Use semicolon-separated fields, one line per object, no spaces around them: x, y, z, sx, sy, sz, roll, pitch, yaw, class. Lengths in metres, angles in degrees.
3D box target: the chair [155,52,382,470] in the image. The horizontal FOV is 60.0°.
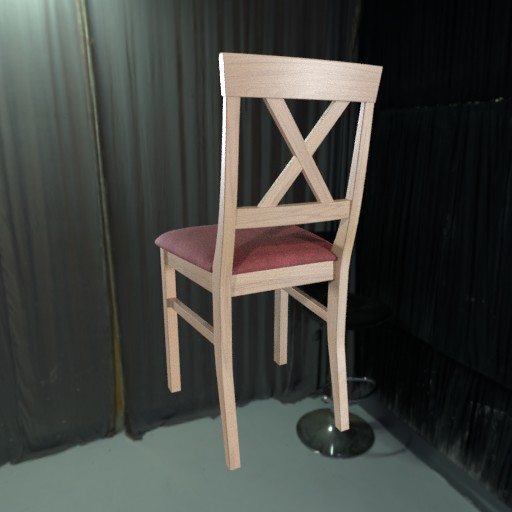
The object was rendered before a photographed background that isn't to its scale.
0.000;0.000;1.187;0.439;0.912;0.492;-7;17;-26;chair
